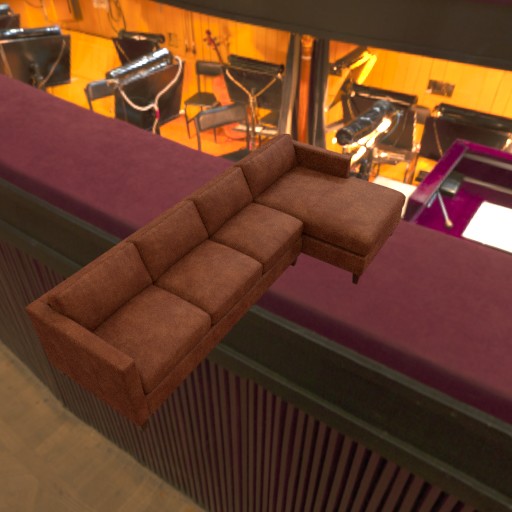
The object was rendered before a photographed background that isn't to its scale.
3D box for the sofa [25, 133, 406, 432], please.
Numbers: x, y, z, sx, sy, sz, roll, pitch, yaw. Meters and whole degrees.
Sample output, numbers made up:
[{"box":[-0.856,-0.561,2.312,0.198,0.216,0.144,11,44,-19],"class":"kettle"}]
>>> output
[{"box":[0.000,0.000,3.817,1.581,0.883,3.203,23,45,25],"class":"sofa"}]
